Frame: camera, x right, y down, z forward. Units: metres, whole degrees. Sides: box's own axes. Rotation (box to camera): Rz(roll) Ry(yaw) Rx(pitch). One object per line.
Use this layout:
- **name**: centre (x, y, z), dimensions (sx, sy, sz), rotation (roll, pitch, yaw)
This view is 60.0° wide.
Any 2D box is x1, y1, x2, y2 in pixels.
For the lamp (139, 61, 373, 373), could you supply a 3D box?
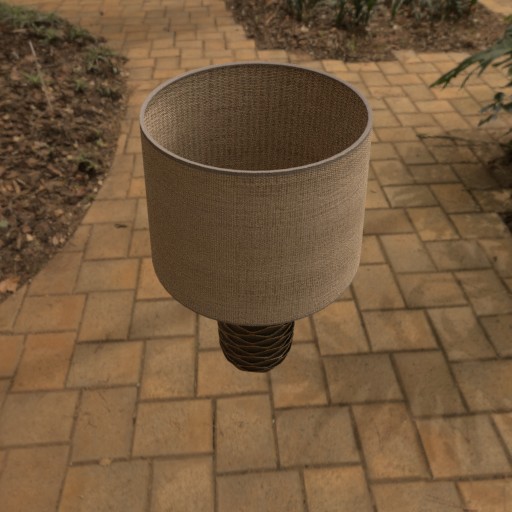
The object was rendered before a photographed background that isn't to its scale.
- **lamp**: centre (0.000, 0.000, 0.834), dimensions (0.376, 0.594, 0.376), rotation (0, 45, 0)
